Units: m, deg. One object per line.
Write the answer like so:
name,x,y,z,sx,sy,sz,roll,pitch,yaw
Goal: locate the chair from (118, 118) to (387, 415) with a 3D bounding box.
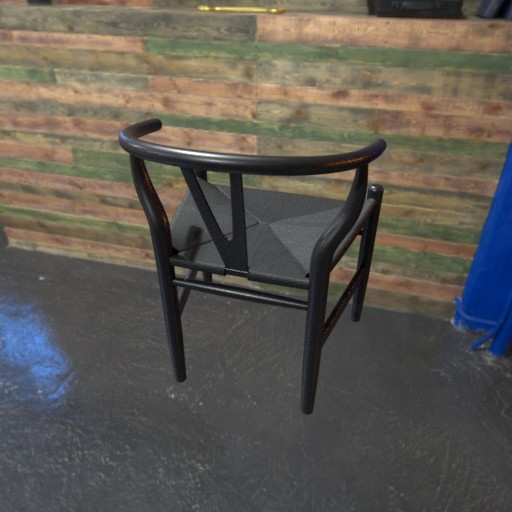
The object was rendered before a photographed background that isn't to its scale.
chair,0.000,0.000,1.128,0.569,0.730,0.579,9,34,14
